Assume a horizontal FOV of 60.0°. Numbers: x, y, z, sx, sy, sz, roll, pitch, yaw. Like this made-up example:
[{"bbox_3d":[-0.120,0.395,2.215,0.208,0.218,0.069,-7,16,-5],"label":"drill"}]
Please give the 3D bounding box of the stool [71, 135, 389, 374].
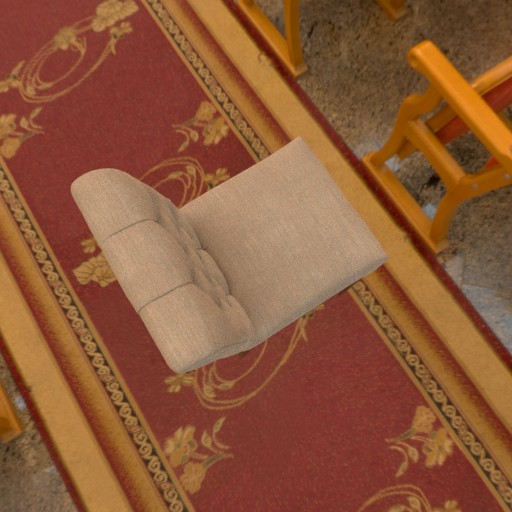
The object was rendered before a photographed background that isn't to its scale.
[{"bbox_3d":[0.000,0.000,1.423,0.660,1.084,0.486,-31,78,-7],"label":"stool"}]
